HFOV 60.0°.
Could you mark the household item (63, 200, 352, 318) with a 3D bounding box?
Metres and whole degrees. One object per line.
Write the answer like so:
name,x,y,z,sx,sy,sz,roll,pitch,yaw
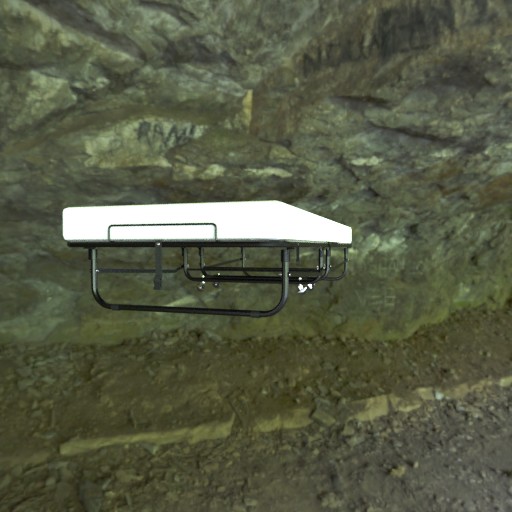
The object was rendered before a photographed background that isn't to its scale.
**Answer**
household item,0.000,0.000,2.228,0.787,0.356,1.905,0,1,18
